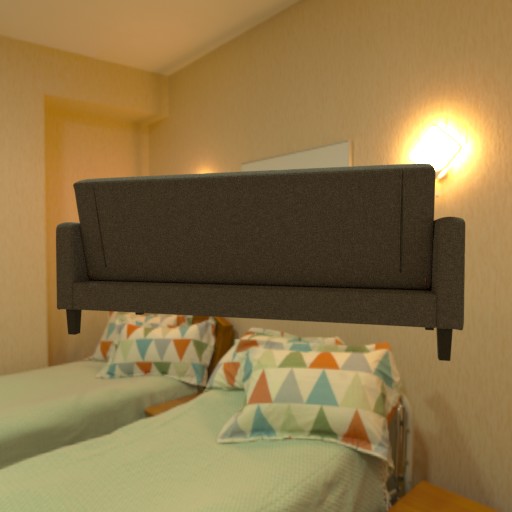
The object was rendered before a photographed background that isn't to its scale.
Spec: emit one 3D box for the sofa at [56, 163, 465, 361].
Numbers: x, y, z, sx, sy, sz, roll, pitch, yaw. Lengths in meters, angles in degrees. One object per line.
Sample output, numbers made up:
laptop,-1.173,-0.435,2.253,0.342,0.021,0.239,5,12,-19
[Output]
sofa,0.000,0.000,2.477,2.040,0.850,0.810,1,2,16
